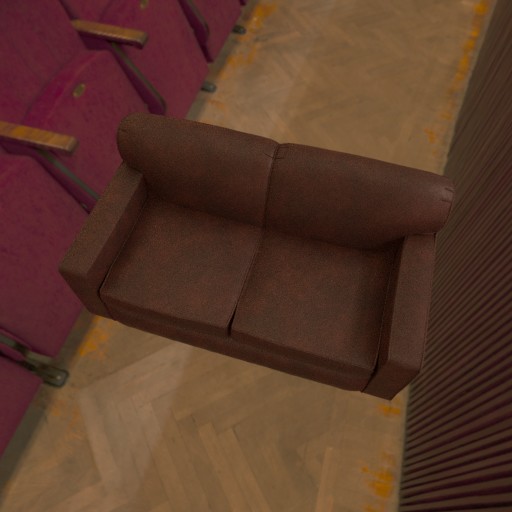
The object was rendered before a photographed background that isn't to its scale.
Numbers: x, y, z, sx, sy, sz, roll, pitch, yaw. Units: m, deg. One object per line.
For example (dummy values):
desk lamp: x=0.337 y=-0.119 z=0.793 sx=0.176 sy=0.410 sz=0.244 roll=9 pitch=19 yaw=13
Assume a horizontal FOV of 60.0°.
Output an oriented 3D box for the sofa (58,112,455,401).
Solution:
sofa: x=0.000 y=0.000 z=2.471 sx=1.856 sy=0.966 sz=1.000 roll=14 pitch=59 yaw=9
